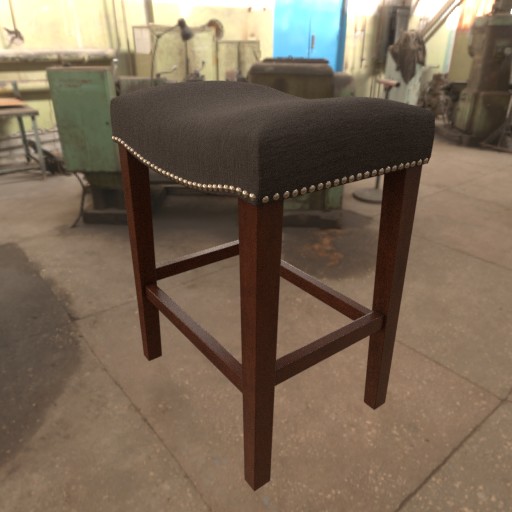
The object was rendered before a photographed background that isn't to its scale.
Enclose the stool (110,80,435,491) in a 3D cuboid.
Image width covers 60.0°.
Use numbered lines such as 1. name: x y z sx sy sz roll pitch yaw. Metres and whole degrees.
1. stool: 0.000 0.000 0.923 0.372 0.654 0.504 -18 31 -32
